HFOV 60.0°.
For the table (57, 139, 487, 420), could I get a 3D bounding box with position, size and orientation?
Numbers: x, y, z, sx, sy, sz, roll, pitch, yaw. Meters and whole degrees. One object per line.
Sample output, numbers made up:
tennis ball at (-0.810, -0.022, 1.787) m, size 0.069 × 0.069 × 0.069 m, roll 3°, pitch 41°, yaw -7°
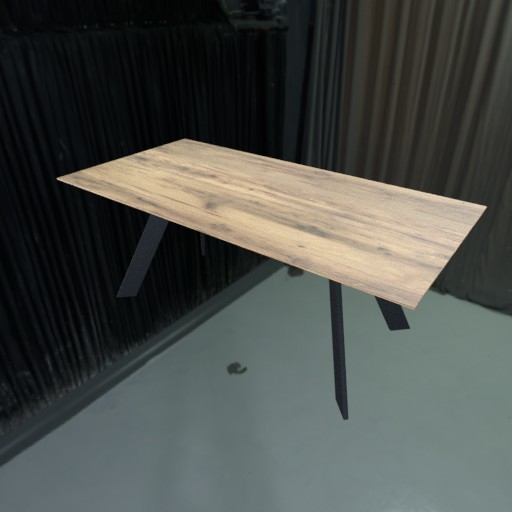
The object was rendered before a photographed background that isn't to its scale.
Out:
table at (0.000, 0.000, 2.474) m, size 2.000 × 0.770 × 1.000 m, roll 20°, pitch 36°, yaw 31°
